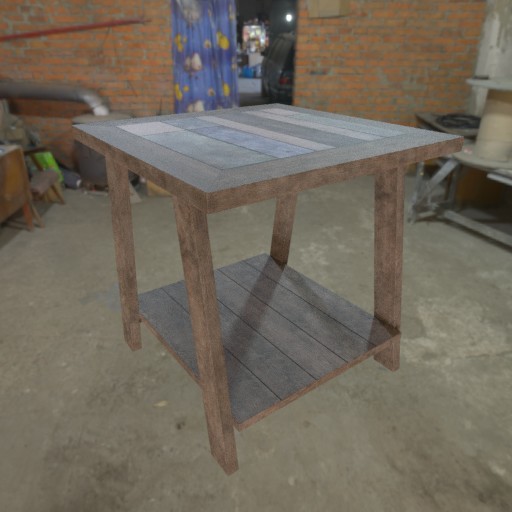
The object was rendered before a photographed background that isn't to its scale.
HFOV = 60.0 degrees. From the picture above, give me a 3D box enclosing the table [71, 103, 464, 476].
[{"bbox_3d":[0.000,0.000,1.099,0.610,0.610,0.610,-18,32,-32],"label":"table"}]
